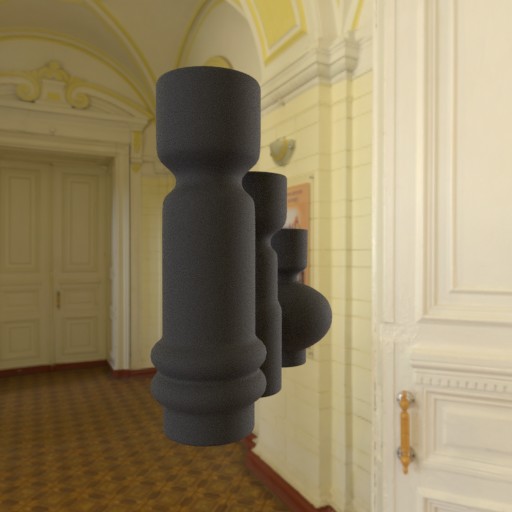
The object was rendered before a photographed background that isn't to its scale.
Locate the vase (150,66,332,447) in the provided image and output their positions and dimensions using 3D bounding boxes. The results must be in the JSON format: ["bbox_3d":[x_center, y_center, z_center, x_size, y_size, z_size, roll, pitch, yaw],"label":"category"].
[{"bbox_3d":[0.000,0.000,0.429,0.120,0.249,0.307,0,1,18],"label":"vase"}]
